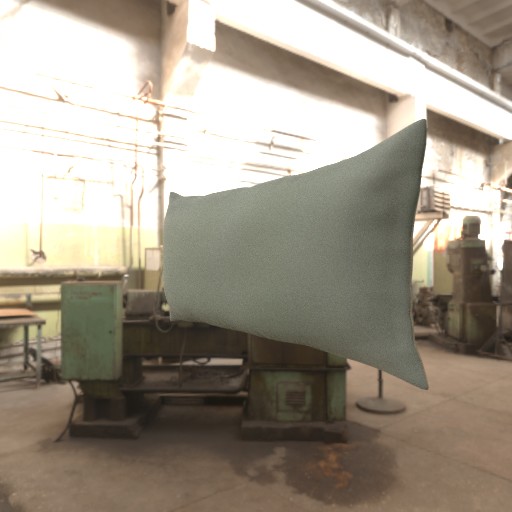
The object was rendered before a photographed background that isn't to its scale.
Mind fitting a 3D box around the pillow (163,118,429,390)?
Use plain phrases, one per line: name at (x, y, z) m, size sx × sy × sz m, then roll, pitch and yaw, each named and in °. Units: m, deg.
pillow at (0.000, 0.000, 0.712) m, size 0.151 × 0.287 × 0.610 m, roll 0°, pitch -1°, yaw -37°
